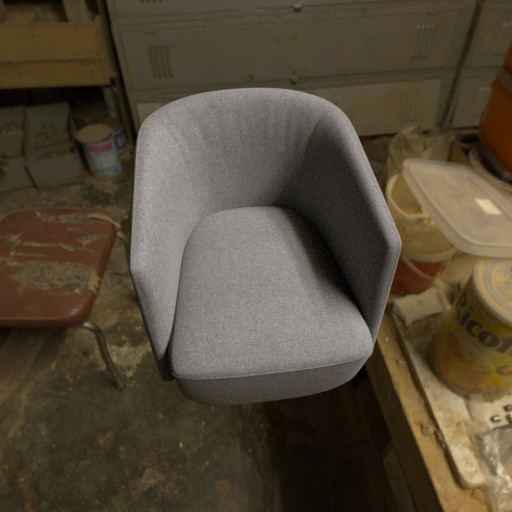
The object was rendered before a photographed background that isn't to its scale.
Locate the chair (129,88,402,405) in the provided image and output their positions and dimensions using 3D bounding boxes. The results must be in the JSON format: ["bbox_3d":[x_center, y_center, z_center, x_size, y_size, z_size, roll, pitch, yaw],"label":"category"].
[{"bbox_3d":[0.000,0.000,1.680,0.822,0.861,0.986,-6,47,-5],"label":"chair"}]
